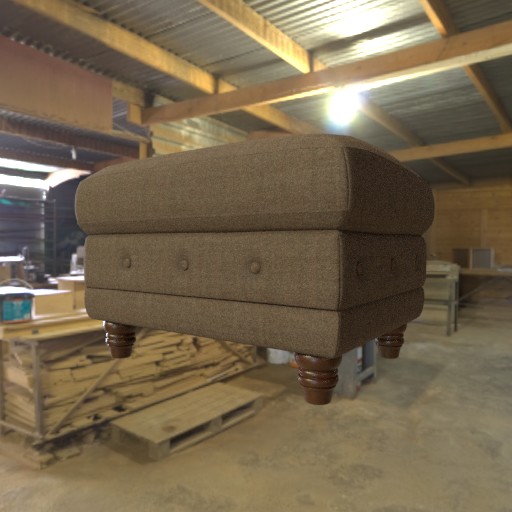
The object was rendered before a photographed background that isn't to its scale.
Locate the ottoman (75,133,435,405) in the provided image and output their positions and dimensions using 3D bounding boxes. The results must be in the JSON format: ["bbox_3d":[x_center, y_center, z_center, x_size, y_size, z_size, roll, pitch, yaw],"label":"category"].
[{"bbox_3d":[0.000,0.000,1.208,0.809,0.555,0.599,1,2,35],"label":"ottoman"}]
